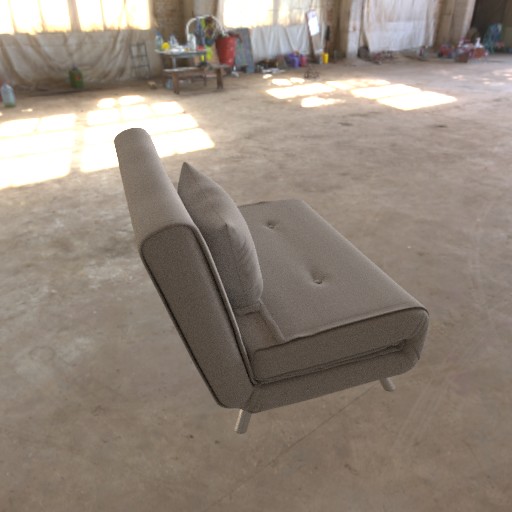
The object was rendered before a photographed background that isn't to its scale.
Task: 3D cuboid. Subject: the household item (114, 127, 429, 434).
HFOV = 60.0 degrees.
[{"bbox_3d":[0.000,0.000,1.662,0.874,0.800,1.000,-9,31,-16],"label":"household item"}]
